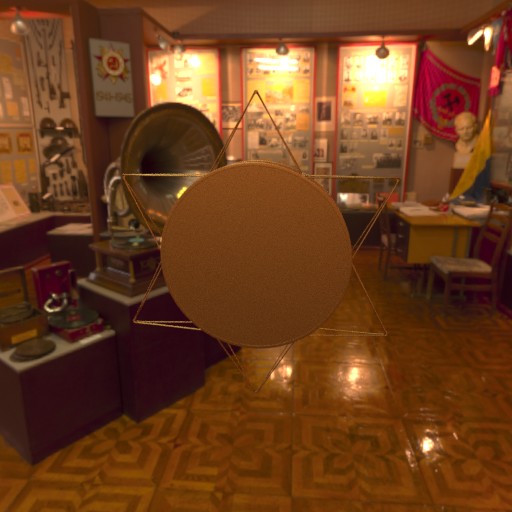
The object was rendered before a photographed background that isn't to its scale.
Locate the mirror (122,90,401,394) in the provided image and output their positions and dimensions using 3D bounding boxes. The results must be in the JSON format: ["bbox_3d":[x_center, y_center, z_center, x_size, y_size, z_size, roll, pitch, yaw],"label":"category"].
[{"bbox_3d":[0.000,0.000,0.824,0.498,0.581,0.062,2,16,7],"label":"mirror"}]
